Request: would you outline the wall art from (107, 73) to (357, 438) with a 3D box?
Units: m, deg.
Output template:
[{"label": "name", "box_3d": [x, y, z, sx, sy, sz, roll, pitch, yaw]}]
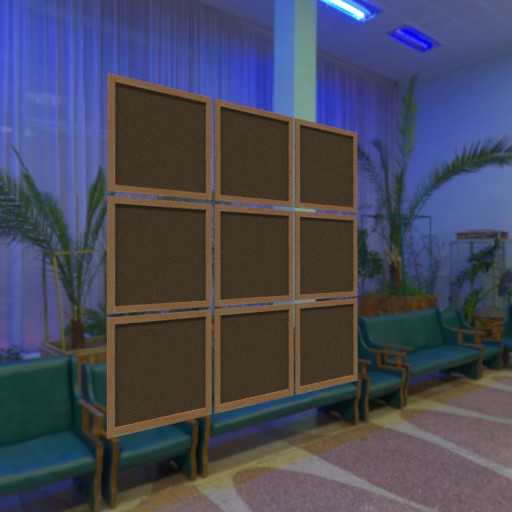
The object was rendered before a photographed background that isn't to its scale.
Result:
[{"label": "wall art", "box_3d": [0.000, 0.000, 2.291, 1.520, 1.525, 0.013, 0, 0, -35]}]
